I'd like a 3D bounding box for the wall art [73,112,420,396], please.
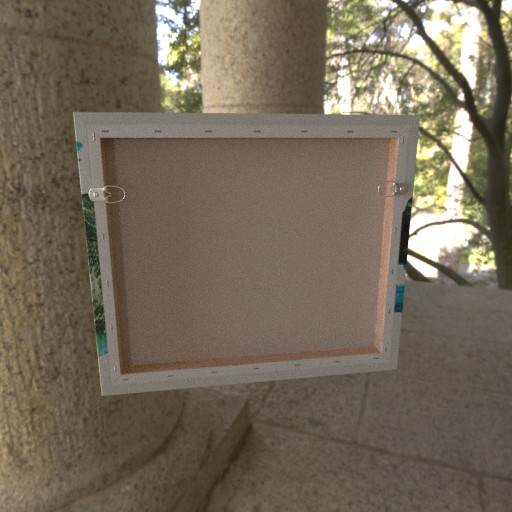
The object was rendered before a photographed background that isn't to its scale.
[{"bbox_3d":[0.000,0.000,0.712,0.507,0.435,0.041,-2,15,-9],"label":"wall art"}]
